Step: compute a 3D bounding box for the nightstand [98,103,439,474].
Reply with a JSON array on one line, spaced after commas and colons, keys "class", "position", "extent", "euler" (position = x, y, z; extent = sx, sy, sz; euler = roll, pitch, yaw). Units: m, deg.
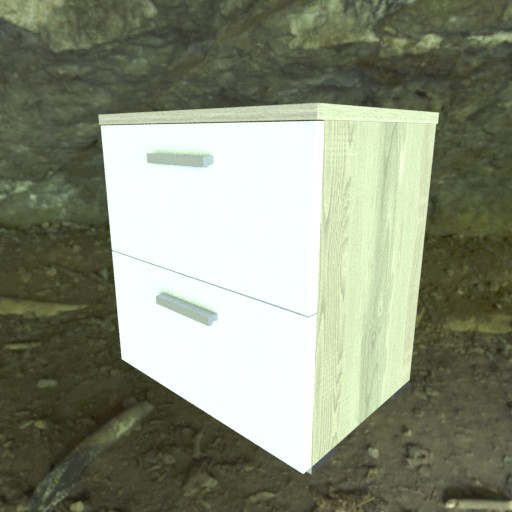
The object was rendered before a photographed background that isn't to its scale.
[{"class": "nightstand", "position": [0.000, 0.000, 0.753], "extent": [0.442, 0.461, 0.325], "euler": [14, 21, 41]}]
